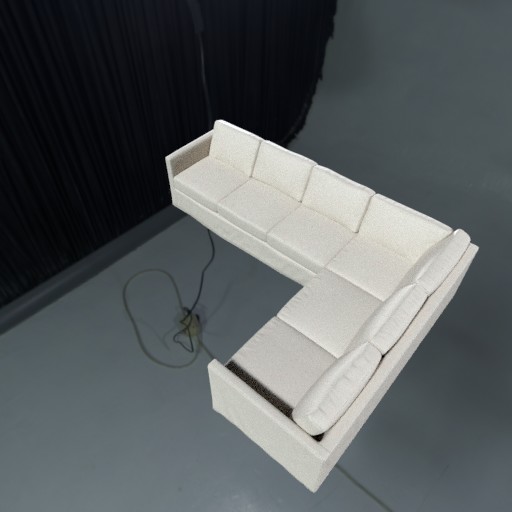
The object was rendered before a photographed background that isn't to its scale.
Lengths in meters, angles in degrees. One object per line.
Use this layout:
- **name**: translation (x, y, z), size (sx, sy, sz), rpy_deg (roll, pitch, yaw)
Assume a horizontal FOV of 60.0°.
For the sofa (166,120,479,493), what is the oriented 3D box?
- **sofa**: translation (0.000, 0.000, 4.195), size (3.182, 0.871, 2.432), rpy_deg (32, 55, 27)
